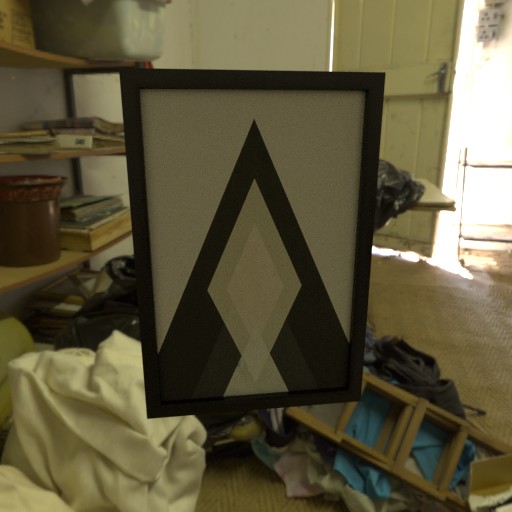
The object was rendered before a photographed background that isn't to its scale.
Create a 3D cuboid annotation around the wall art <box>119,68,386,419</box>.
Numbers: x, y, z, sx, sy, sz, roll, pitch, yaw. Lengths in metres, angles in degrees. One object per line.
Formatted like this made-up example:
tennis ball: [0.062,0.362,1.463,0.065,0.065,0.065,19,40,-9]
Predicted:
wall art: [0.000,0.000,0.591,0.313,0.457,0.031,-2,16,-7]
